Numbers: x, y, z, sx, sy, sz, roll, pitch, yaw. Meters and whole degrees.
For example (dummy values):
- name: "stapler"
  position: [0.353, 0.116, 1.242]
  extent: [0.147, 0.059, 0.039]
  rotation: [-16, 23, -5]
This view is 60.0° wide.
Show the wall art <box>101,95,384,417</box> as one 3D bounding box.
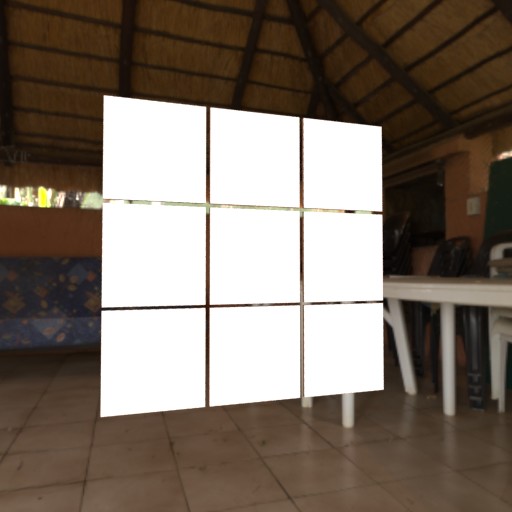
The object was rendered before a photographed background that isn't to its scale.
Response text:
- name: "wall art"
  position: [0.000, 0.000, 1.916]
  extent: [1.256, 1.246, 0.017]
  rotation: [1, -2, -18]
